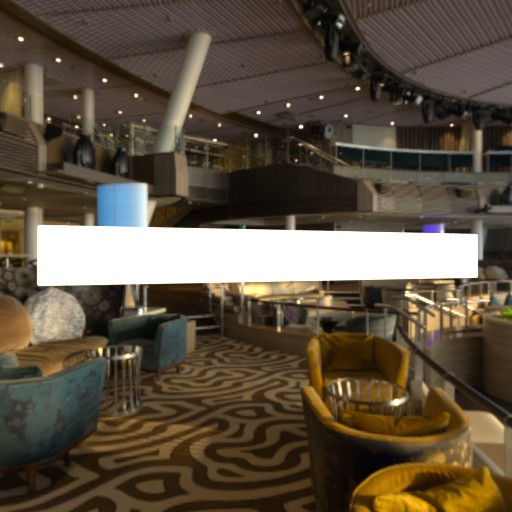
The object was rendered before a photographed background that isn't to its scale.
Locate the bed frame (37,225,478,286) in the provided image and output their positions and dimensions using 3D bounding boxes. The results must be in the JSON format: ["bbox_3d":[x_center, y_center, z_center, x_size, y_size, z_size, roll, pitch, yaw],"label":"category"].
[{"bbox_3d":[0.000,0.000,1.551,1.300,0.141,0.670,0,0,-19],"label":"bed frame"}]
